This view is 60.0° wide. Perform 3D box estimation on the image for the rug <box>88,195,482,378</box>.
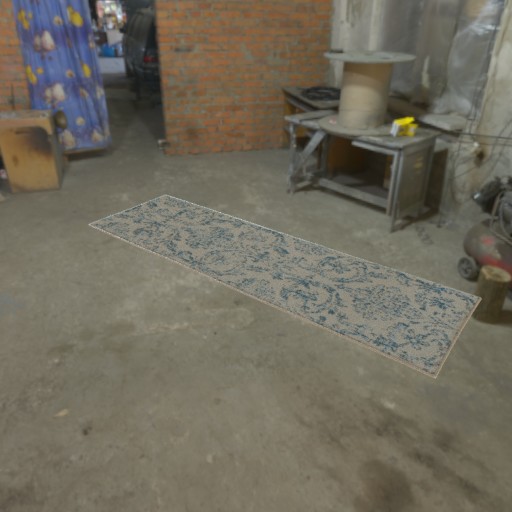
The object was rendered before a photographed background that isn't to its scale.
[{"bbox_3d":[0.000,0.000,2.460,2.196,0.011,0.662,21,35,32],"label":"rug"}]
